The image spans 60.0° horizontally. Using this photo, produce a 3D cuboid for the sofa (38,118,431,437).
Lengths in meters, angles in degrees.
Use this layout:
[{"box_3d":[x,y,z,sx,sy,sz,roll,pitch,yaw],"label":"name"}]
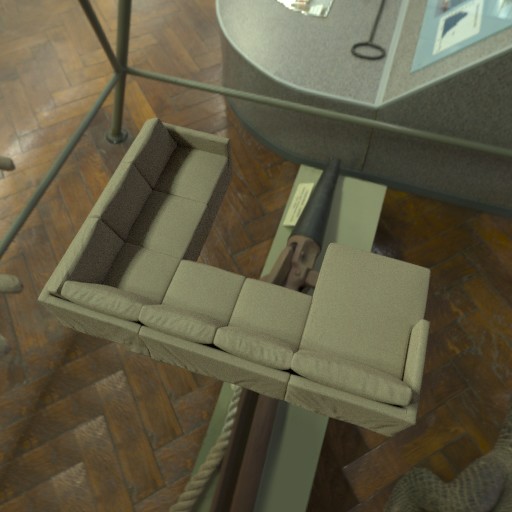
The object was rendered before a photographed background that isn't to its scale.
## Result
[{"box_3d":[0.000,0.000,4.571,3.528,0.878,2.476,16,62,9],"label":"sofa"}]
